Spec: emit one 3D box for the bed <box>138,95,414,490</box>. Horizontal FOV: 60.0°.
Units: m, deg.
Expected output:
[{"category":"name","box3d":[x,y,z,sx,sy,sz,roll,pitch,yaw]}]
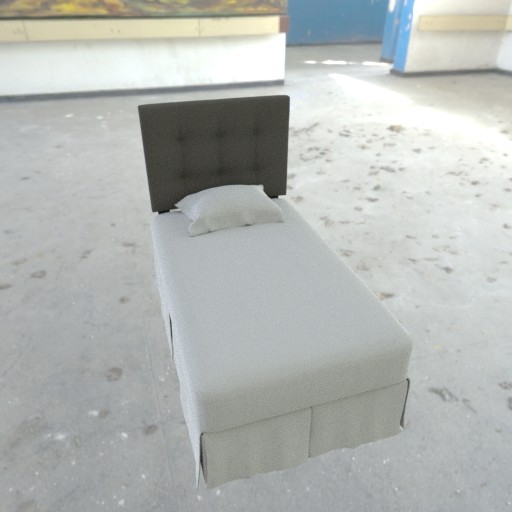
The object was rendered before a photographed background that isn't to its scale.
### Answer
[{"category":"bed","box3d":[0.000,0.000,2.876,1.261,1.571,1.997,-9,33,-15]}]
